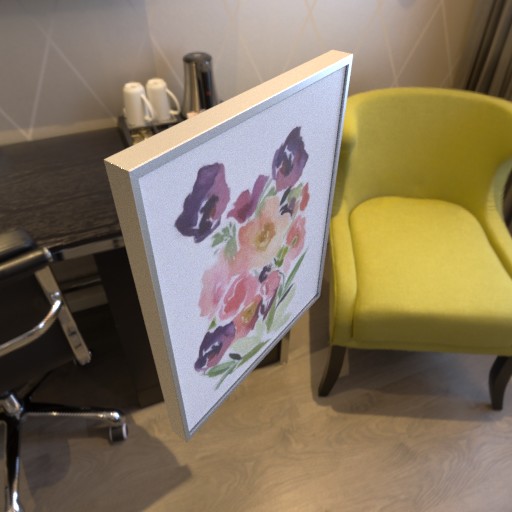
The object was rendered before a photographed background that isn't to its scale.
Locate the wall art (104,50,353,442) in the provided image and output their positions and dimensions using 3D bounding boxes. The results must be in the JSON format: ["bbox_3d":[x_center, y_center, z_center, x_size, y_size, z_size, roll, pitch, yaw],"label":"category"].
[{"bbox_3d":[0.000,0.000,0.751,0.038,0.549,0.452,27,48,27],"label":"wall art"}]
